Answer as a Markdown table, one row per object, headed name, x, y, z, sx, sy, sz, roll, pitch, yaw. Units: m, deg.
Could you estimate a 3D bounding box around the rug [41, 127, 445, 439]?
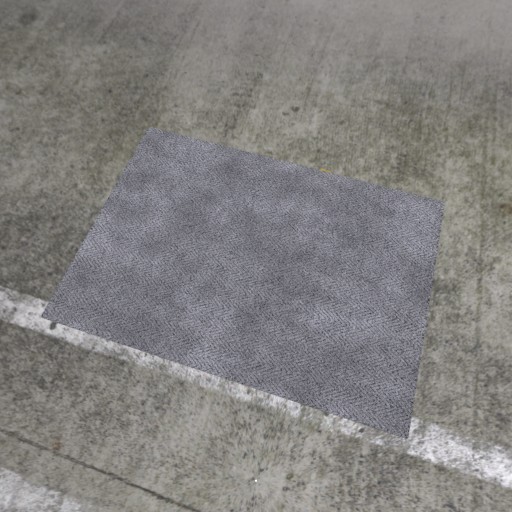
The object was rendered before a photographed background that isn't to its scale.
| name | x | y | z | sx | sy | sz | roll | pitch | yaw |
| --- | --- | --- | --- | --- | --- | --- | --- | --- | --- |
| rug | 0.000 | 0.000 | 2.882 | 2.235 | 0.008 | 1.600 | 16 | 64 | 8 |
